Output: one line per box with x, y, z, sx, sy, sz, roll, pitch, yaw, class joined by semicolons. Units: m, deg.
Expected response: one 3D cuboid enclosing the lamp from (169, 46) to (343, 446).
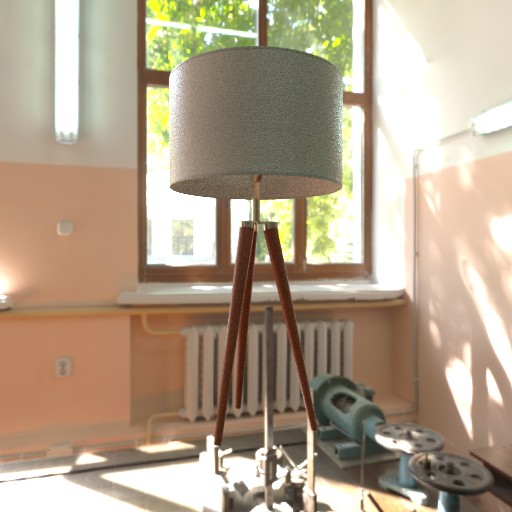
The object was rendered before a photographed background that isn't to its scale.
0.000;0.000;0.924;0.354;0.709;0.355;0;0;19;lamp
